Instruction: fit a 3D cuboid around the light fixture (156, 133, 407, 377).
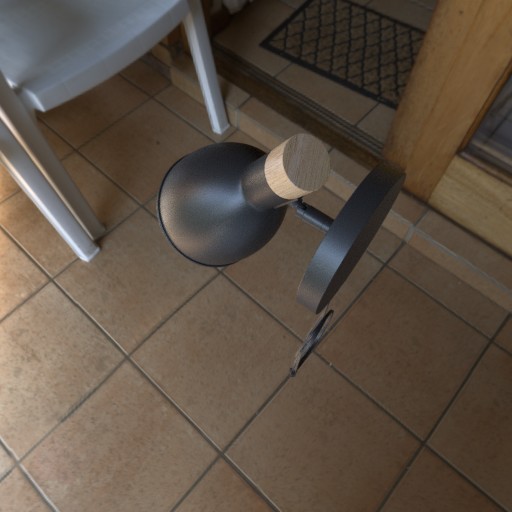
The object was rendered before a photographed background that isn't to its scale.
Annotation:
[{"bbox_3d":[0.000,0.000,0.485,0.203,0.401,0.127,33,67,16],"label":"light fixture"}]
